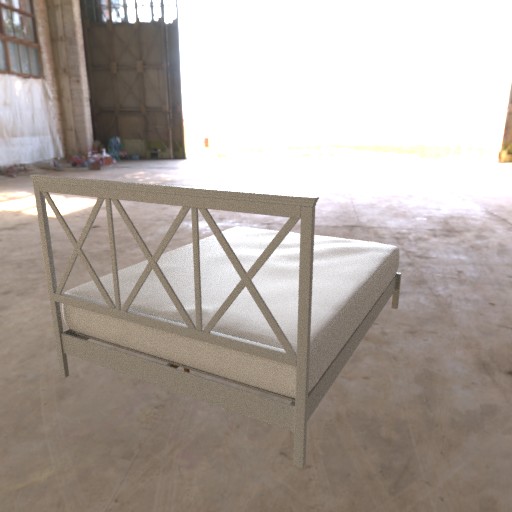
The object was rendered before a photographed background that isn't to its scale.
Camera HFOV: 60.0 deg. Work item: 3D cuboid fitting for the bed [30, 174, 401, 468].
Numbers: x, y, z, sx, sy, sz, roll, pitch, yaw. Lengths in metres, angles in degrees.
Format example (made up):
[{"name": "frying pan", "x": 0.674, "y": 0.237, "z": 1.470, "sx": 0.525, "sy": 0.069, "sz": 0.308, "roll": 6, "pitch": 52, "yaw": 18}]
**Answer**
[{"name": "bed", "x": 0.000, "y": 0.000, "z": 3.135, "sx": 1.673, "sy": 1.253, "sz": 2.135, "roll": 9, "pitch": 19, "yaw": 27}]
